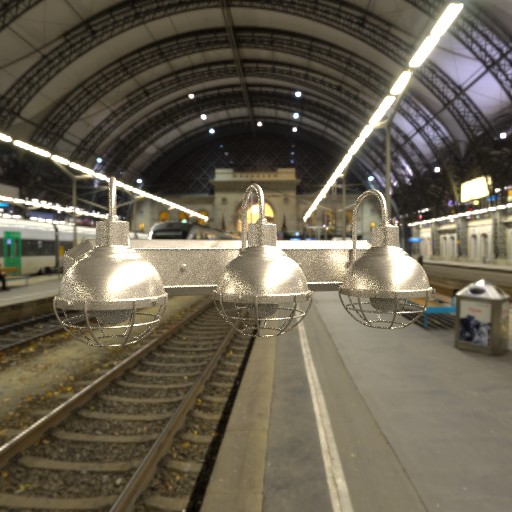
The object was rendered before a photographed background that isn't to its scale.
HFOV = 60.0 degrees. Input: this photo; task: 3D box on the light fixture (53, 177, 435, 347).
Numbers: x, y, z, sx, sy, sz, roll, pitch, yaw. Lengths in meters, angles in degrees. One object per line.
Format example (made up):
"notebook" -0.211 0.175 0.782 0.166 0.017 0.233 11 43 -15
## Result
"light fixture" 0.000 0.000 0.766 0.634 0.254 0.229 0 1 -18
